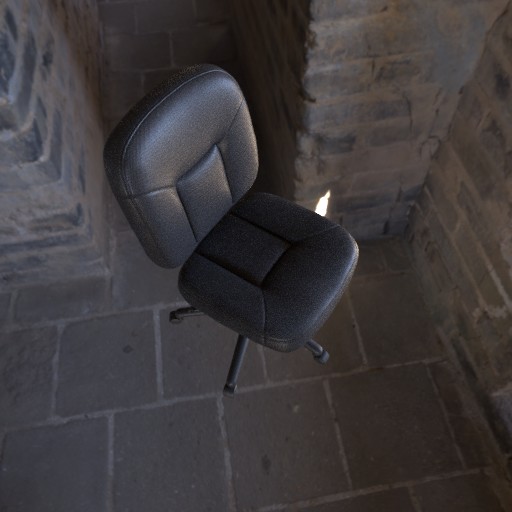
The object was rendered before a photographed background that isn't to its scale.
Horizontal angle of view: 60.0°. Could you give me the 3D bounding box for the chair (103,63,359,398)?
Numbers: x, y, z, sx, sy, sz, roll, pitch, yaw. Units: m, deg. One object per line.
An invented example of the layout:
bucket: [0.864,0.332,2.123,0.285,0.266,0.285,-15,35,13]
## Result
chair: [0.000,0.000,1.379,0.646,0.959,0.647,30,63,17]
